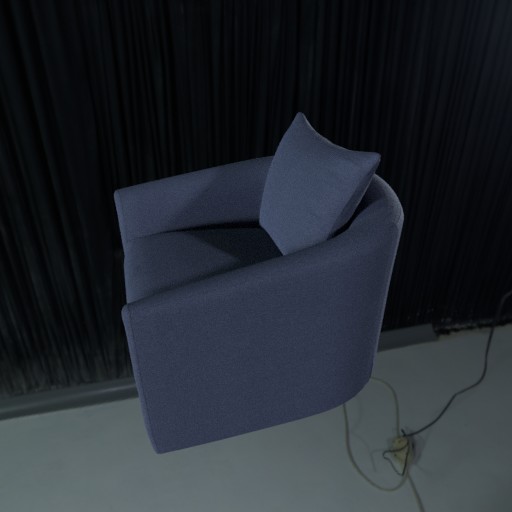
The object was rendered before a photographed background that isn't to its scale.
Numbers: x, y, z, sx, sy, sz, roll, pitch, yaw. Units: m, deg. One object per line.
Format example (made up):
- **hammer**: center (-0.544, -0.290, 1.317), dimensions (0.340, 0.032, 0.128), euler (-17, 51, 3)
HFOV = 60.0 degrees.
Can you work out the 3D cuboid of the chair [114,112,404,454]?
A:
- **chair**: center (0.000, 0.000, 1.567), dimensions (0.910, 0.848, 0.845), euler (-9, 31, -14)
